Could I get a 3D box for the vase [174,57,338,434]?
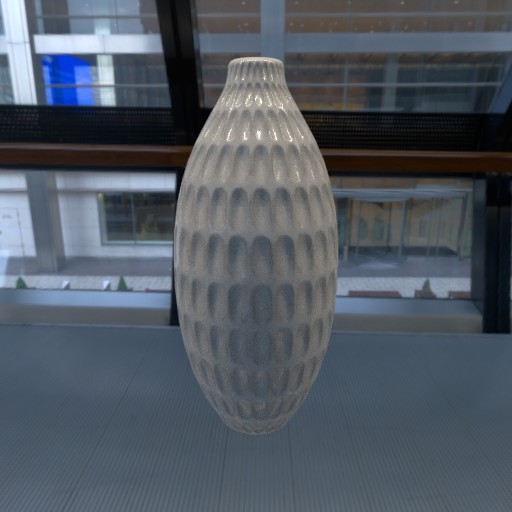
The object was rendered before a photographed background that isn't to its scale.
[{"bbox_3d":[0.000,0.000,0.347,0.127,0.282,0.127,0,16,0],"label":"vase"}]
